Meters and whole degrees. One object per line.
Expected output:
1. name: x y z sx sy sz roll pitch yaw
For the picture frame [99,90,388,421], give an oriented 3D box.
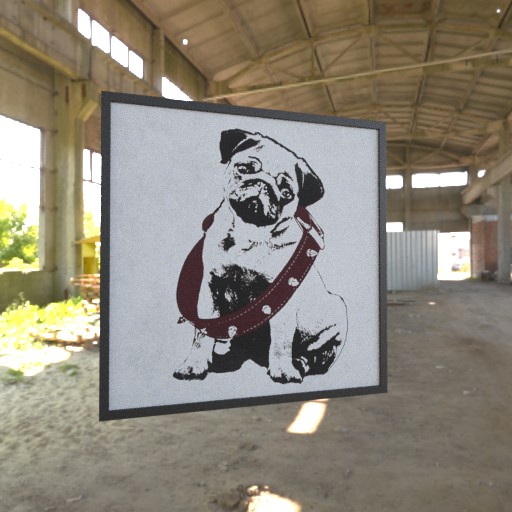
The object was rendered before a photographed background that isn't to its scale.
1. picture frame: 0.000 0.000 1.168 0.775 0.775 0.032 0 -1 -17
